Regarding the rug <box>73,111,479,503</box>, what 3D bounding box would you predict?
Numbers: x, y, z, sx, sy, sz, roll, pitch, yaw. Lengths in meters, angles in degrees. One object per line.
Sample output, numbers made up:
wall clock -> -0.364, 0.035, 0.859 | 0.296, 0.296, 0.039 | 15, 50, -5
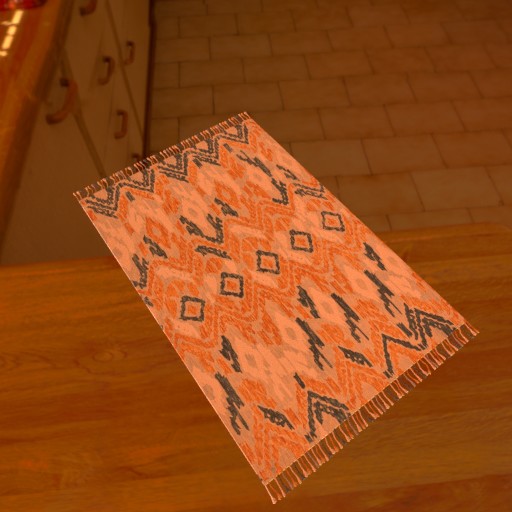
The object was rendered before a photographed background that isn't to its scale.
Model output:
rug -> 0.000, 0.000, 2.915 | 1.533, 0.010, 2.428 | -31, 62, -18
